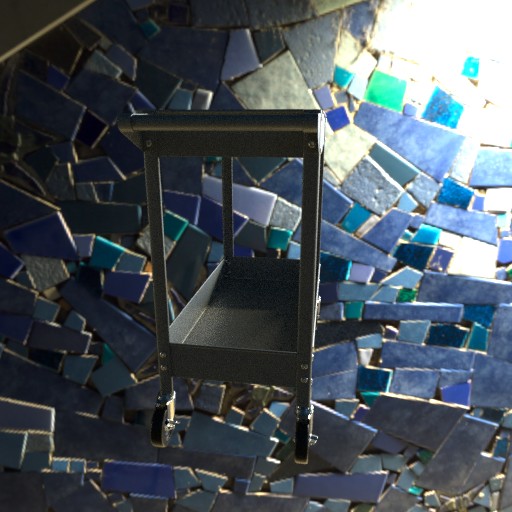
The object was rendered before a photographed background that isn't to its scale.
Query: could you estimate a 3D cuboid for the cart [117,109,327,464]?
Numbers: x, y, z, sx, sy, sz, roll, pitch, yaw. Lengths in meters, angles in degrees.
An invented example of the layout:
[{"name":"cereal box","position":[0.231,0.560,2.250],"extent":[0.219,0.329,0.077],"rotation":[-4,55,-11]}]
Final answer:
[{"name":"cart","position":[0.000,0.000,1.173],"extent":[0.366,0.719,0.779],"rotation":[3,17,9]}]
